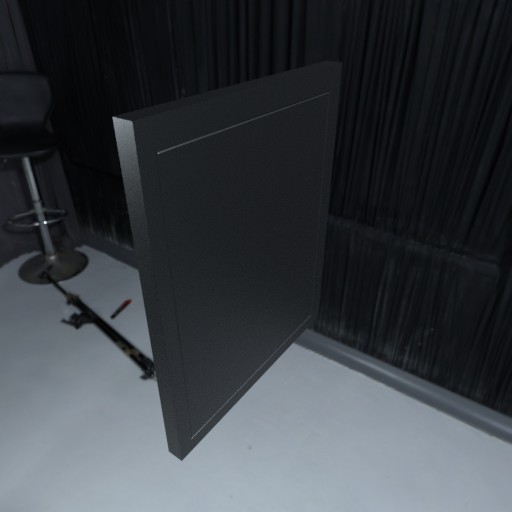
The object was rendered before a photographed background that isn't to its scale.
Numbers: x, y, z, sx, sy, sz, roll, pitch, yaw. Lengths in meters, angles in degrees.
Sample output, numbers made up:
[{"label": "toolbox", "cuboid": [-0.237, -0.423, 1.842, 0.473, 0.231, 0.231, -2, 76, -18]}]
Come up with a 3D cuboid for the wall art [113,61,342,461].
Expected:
[{"label": "wall art", "cuboid": [0.000, 0.000, 0.754, 0.031, 0.558, 0.461, 21, 38, 30]}]
